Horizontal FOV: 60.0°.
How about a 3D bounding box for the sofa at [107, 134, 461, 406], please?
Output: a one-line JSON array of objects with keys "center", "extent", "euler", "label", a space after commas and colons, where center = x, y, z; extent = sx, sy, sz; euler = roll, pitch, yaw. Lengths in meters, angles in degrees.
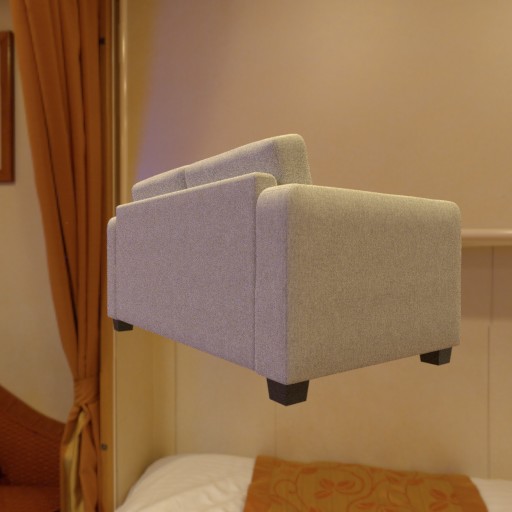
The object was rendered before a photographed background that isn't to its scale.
[{"center": [0.000, 0.000, 2.032], "extent": [0.900, 0.800, 1.540], "euler": [-1, 1, -36], "label": "sofa"}]
